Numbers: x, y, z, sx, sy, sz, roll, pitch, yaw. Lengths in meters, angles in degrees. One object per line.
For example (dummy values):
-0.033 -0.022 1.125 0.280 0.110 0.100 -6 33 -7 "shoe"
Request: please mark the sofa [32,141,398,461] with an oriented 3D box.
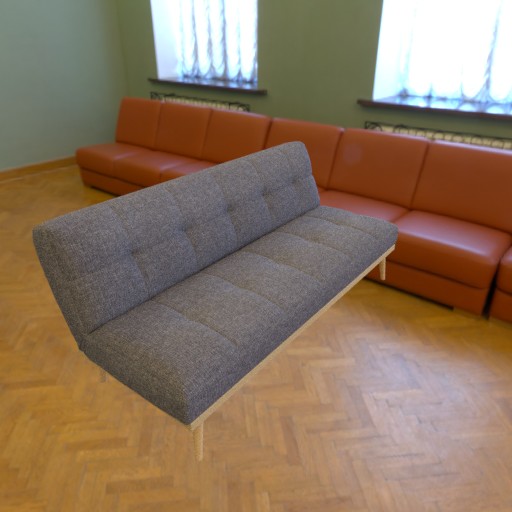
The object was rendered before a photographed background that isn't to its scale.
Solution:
0.000 0.000 2.252 0.820 0.770 1.820 19 33 33 "sofa"
